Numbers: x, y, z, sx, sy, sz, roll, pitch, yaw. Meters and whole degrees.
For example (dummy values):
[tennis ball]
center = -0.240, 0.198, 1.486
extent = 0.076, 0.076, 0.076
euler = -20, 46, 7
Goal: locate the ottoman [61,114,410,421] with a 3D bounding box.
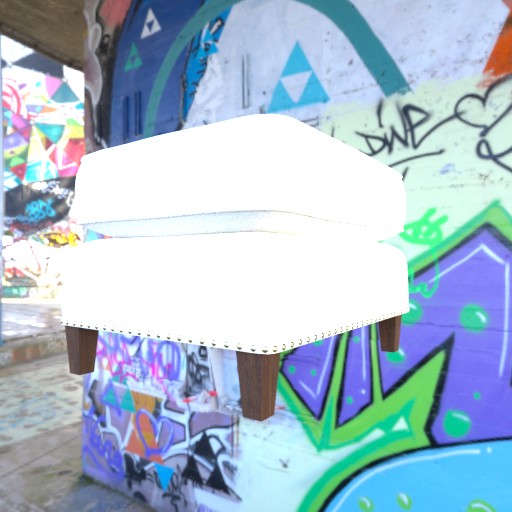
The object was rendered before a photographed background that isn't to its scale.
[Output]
[ottoman]
center = 0.000, 0.000, 1.135
extent = 0.589, 0.537, 0.738
euler = 0, -1, 35
